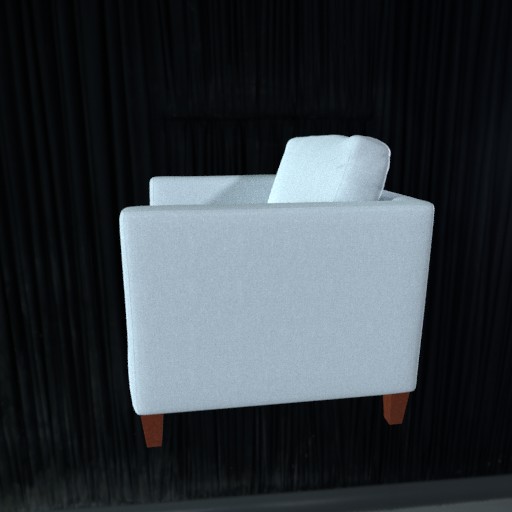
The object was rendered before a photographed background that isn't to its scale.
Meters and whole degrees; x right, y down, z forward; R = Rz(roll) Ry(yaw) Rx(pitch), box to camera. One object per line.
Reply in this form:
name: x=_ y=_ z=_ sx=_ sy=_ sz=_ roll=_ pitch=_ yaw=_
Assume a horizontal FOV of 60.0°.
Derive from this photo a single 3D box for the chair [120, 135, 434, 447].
chair: x=0.000 y=0.000 z=1.827 sx=0.953 sy=0.961 sz=1.107 roll=-2 pitch=15 yaw=-8
